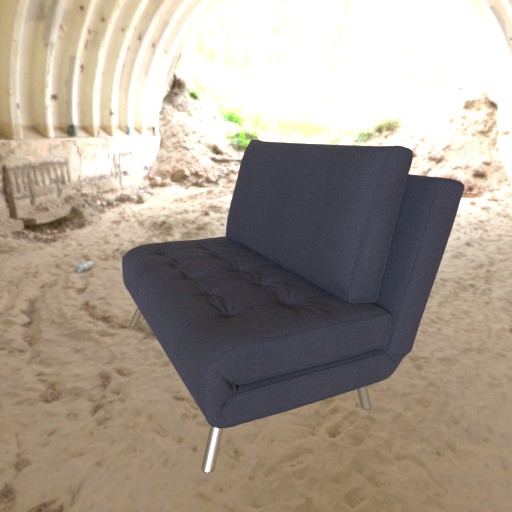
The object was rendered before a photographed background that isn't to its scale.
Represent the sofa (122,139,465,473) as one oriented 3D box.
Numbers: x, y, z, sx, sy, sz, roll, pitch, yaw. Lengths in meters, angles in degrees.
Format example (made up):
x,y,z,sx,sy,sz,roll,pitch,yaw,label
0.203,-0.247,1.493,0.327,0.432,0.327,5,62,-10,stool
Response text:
x,y,z,sx,sy,sz,roll,pitch,yaw,label
0.000,0.000,1.825,0.910,0.910,1.220,-7,17,-25,sofa
